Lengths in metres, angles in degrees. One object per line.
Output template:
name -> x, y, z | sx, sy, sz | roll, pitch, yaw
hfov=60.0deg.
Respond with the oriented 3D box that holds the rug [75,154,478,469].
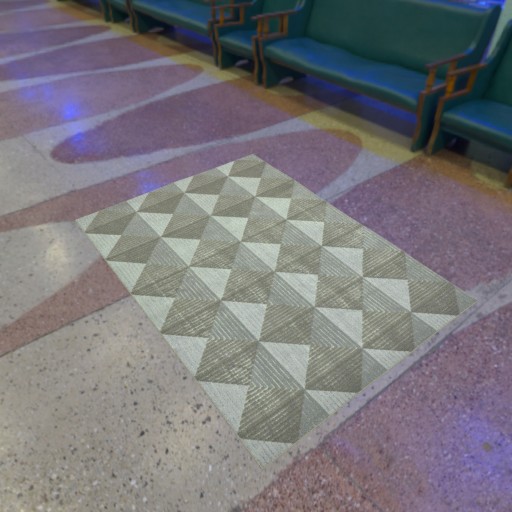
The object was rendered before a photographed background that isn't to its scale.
rug -> 0.000, 0.000, 4.379 | 2.428, 0.027, 3.333 | -27, 48, -27
